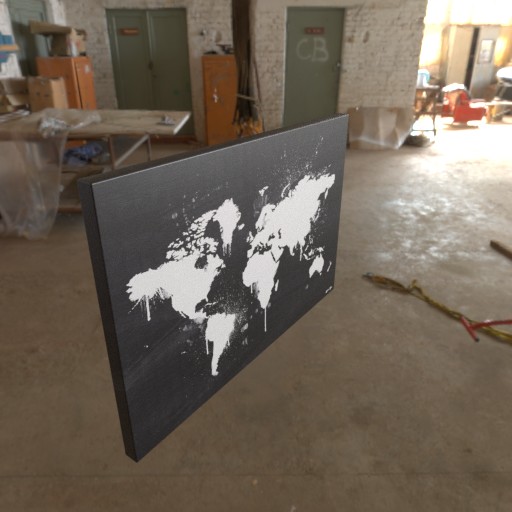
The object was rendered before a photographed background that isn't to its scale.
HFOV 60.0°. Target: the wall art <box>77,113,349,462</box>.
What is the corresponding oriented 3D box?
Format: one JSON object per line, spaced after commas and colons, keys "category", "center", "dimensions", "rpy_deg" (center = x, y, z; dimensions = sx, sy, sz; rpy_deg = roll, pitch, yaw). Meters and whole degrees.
{"category": "wall art", "center": [0.000, 0.000, 1.149], "dimensions": [0.038, 0.612, 0.912], "rpy_deg": [17, 30, 32]}
